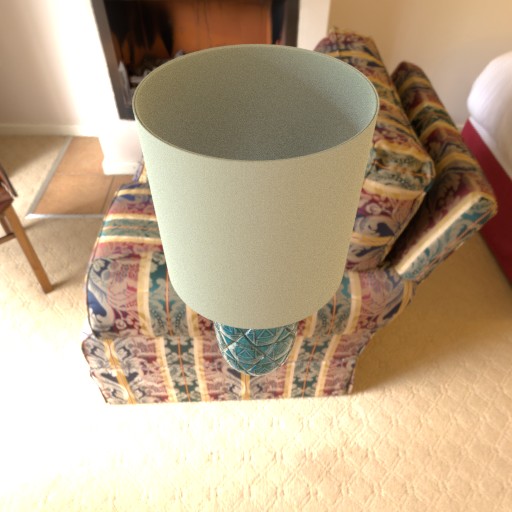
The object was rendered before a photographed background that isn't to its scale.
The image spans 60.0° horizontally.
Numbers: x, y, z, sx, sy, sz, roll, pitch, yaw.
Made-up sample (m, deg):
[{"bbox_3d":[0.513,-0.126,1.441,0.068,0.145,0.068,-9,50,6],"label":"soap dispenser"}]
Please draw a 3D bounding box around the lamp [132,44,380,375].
[{"bbox_3d":[0.000,0.000,0.488,0.193,0.377,0.193,-30,53,-26],"label":"lamp"}]
